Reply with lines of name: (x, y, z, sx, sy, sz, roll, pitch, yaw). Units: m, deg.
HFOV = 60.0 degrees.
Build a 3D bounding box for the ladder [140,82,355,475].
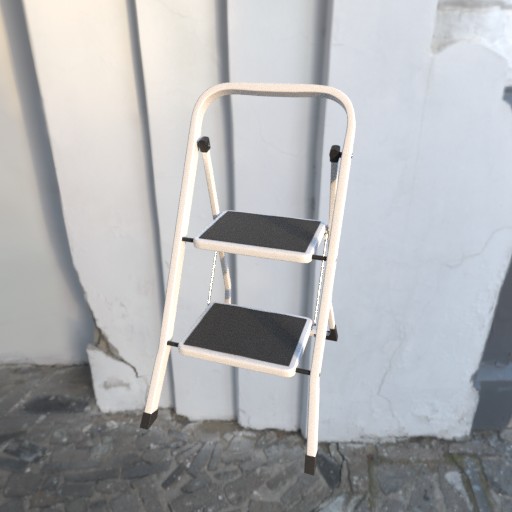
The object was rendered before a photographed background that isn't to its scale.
ladder: (0.000, 0.000, 1.142, 0.460, 0.810, 0.544, 8, 27, 16)
